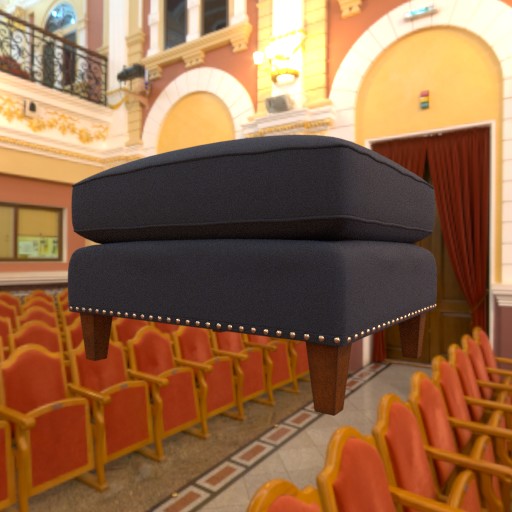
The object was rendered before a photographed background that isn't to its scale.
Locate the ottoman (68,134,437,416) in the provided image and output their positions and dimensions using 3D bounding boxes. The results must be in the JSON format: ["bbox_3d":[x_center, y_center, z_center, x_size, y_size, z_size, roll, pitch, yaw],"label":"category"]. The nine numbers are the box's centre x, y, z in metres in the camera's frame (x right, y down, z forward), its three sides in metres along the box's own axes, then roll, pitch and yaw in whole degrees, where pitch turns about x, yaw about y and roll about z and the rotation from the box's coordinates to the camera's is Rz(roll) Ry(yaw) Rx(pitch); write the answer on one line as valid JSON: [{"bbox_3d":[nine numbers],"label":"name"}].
[{"bbox_3d":[0.000,0.000,1.115,0.741,0.513,0.584,0,0,35],"label":"ottoman"}]
